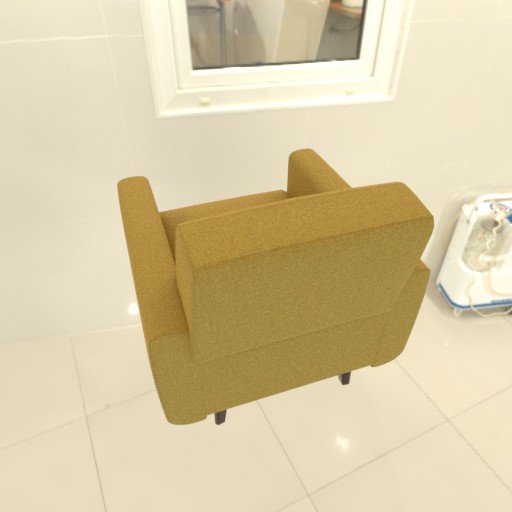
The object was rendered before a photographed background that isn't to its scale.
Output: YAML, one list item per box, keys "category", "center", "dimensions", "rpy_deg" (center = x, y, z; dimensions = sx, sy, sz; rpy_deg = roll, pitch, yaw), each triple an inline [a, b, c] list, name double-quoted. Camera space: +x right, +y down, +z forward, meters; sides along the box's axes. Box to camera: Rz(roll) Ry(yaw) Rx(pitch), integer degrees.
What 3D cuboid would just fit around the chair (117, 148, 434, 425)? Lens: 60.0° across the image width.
- category: "chair"
  center: [0.000, 0.000, 1.531]
  dimensions: [0.831, 0.841, 0.909]
  rpy_deg: [-12, 42, -14]
